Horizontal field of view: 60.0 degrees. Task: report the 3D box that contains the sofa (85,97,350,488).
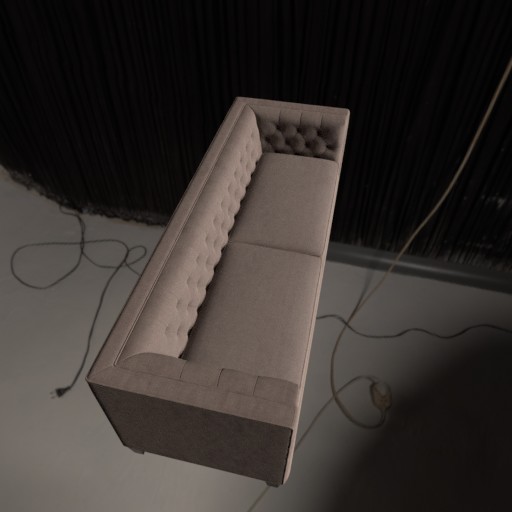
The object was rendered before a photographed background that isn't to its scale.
[{"bbox_3d":[0.000,0.000,2.512,0.775,0.762,2.159,10,48,9],"label":"sofa"}]
